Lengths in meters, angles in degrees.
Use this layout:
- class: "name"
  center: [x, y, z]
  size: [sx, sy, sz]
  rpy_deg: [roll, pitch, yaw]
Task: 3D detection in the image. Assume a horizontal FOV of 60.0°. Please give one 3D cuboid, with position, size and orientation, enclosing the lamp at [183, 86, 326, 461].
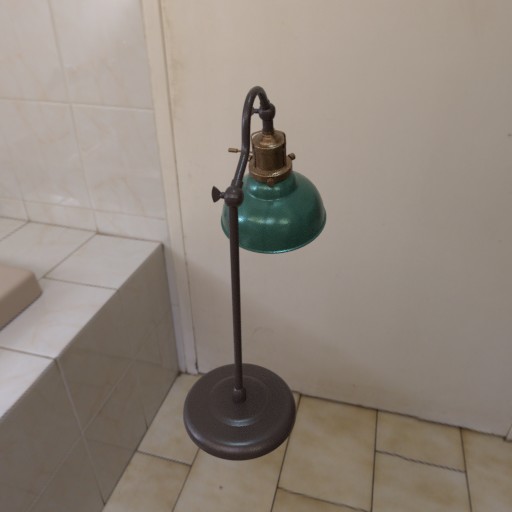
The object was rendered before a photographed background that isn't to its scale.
- class: "lamp"
  center: [0.000, 0.000, 0.698]
  size: [0.192, 0.508, 0.374]
  rpy_deg: [9, 33, 15]
